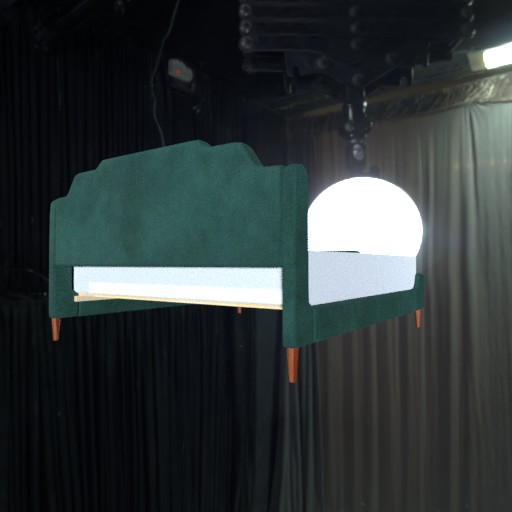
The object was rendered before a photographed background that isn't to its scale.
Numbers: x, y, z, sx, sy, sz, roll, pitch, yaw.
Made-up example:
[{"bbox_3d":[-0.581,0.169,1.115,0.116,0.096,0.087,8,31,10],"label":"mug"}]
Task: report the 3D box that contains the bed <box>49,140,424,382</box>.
[{"bbox_3d":[0.000,0.000,3.609,2.074,1.245,2.340,-1,-1,35],"label":"bed"}]
